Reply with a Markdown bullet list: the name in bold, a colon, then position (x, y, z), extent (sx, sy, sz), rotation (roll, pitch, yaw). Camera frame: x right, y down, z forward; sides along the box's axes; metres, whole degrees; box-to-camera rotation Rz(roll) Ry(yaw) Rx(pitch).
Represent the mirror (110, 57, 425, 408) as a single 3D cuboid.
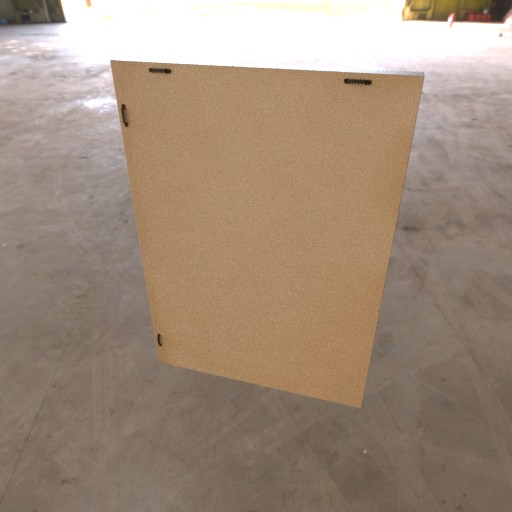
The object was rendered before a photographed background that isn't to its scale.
- **mirror**: position (0.000, 0.000, 0.890), extent (0.507, 0.710, 0.039), rotation (9, 33, 14)
